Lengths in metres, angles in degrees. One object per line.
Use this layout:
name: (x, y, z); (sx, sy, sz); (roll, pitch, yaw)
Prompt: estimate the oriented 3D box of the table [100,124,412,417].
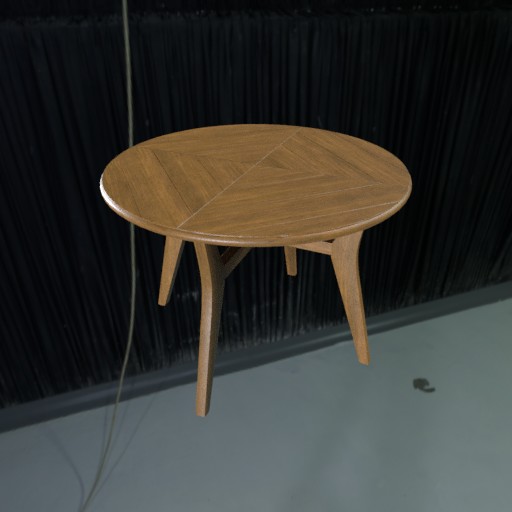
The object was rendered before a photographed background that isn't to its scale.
table: (0.000, 0.000, 1.756); (1.055, 0.757, 1.055); (0, 32, 0)
